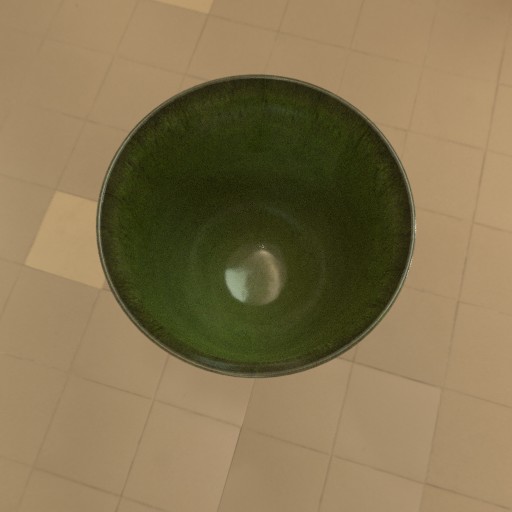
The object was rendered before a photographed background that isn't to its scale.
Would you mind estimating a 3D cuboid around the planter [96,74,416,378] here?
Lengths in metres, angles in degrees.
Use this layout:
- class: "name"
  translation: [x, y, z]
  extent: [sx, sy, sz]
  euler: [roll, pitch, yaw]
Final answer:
- class: "planter"
  translation: [0.000, 0.000, 0.469]
  extent: [0.245, 0.270, 0.245]
  euler: [0, 76, 0]
